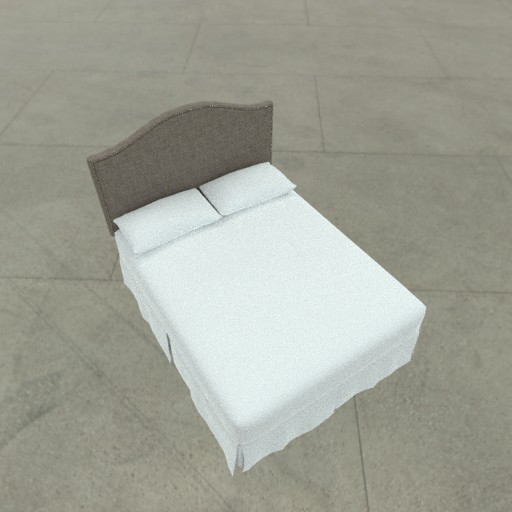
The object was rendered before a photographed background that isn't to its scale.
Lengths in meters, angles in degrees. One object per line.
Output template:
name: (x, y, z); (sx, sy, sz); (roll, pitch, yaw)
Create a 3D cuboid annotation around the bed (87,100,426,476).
bed: (0.000, 0.000, 3.341); (1.713, 1.518, 2.153); (-25, 51, -22)
